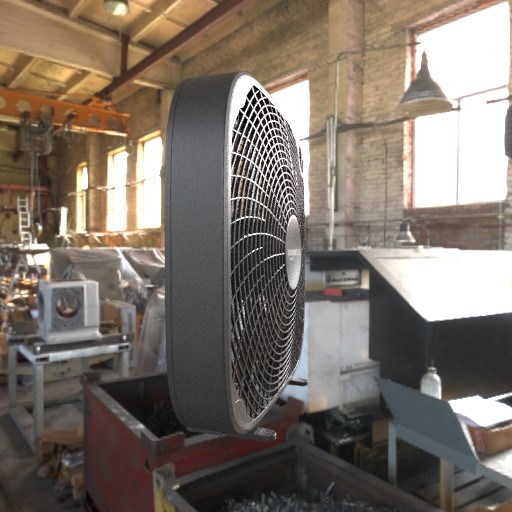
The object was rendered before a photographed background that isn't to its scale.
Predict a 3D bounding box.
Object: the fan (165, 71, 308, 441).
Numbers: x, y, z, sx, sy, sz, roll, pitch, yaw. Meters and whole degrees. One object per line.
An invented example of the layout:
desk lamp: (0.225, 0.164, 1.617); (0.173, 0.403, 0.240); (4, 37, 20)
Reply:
fan: (0.000, 0.000, 0.791); (0.142, 0.533, 0.526); (0, 1, 17)
